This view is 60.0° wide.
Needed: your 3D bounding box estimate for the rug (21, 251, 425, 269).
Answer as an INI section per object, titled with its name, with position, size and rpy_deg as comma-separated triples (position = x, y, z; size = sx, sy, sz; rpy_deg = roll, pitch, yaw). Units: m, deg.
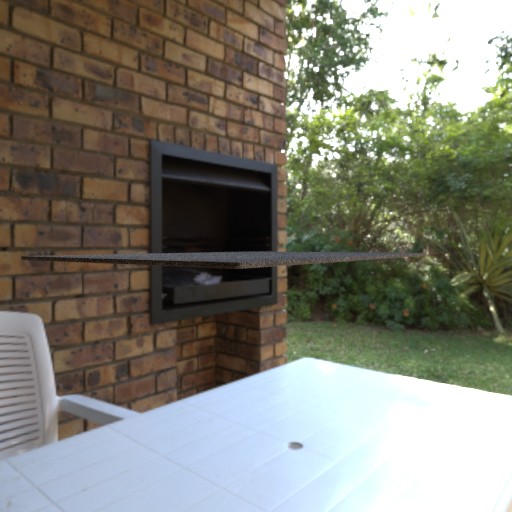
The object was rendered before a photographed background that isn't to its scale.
[rug]
position = 0.000, 0.000, 3.422
size = 1.802, 0.026, 2.699
rpy_deg = 1, 2, 36
